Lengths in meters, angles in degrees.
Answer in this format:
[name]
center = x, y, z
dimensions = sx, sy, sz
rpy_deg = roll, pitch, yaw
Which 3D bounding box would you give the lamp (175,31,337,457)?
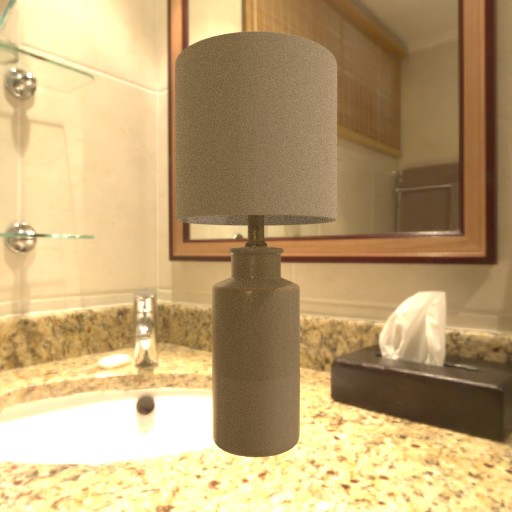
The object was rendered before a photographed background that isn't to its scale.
[lamp]
center = 0.000, 0.000, 0.592
dimensions = 0.212, 0.493, 0.212
rpy_deg = 0, 1, 1
